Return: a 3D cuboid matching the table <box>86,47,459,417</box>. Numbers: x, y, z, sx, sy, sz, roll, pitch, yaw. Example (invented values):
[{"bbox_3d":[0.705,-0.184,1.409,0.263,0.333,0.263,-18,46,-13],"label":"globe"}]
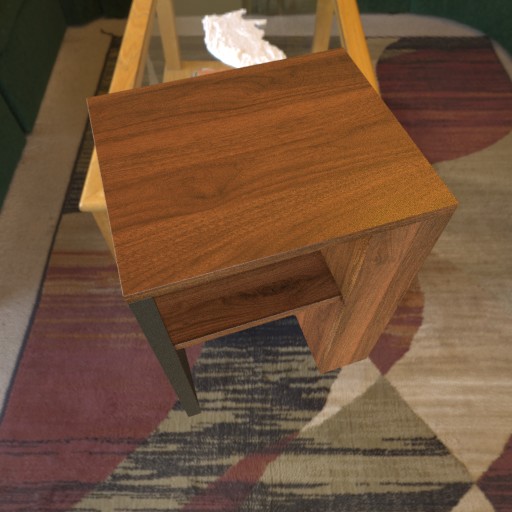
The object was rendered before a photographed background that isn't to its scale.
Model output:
[{"bbox_3d":[0.000,0.000,1.576,0.786,1.041,0.660,-15,58,-10],"label":"table"}]
